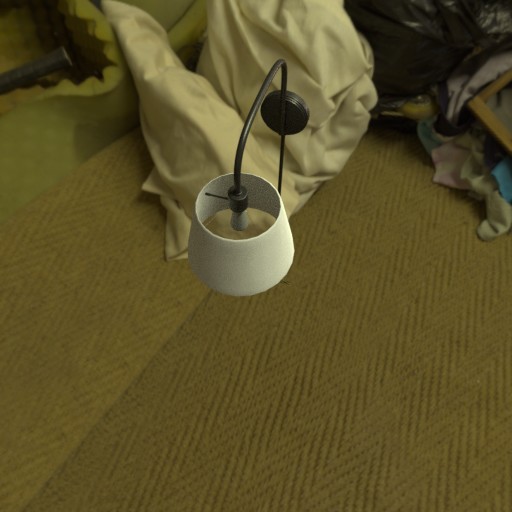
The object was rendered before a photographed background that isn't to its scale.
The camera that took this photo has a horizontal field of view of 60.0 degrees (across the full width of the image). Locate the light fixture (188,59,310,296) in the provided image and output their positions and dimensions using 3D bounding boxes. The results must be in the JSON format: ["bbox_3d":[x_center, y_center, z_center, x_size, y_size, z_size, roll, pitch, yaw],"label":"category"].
[{"bbox_3d":[0.000,0.000,0.471,0.092,0.399,0.176,16,60,9],"label":"light fixture"}]
